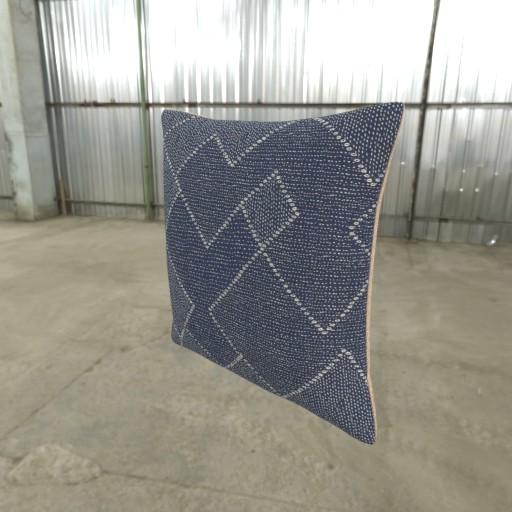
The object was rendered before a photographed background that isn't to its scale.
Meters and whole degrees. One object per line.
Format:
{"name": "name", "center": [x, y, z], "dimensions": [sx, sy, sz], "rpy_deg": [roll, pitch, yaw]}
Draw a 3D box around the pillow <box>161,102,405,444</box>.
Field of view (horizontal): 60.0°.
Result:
{"name": "pillow", "center": [0.000, 0.000, 0.667], "dimensions": [0.435, 0.428, 0.148], "rpy_deg": [15, 22, 41]}
